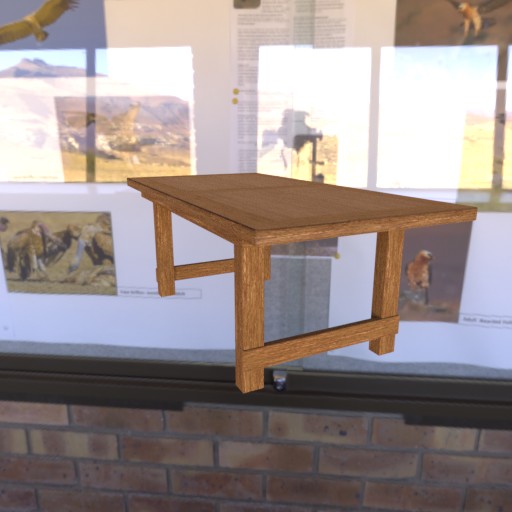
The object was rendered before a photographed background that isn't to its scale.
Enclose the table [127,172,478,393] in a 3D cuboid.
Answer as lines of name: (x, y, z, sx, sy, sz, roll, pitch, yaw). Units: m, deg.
table: (0.000, 0.000, 2.513, 1.000, 0.762, 1.982, -7, 17, -26)
